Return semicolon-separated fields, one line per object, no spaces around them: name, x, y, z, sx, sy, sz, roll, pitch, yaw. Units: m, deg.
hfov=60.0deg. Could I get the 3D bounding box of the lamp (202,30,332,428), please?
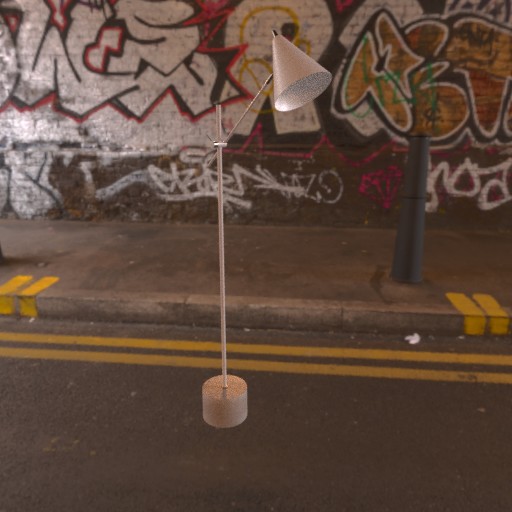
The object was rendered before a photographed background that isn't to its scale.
lamp;0.000;0.000;1.561;0.508;1.430;0.223;15;22;42
